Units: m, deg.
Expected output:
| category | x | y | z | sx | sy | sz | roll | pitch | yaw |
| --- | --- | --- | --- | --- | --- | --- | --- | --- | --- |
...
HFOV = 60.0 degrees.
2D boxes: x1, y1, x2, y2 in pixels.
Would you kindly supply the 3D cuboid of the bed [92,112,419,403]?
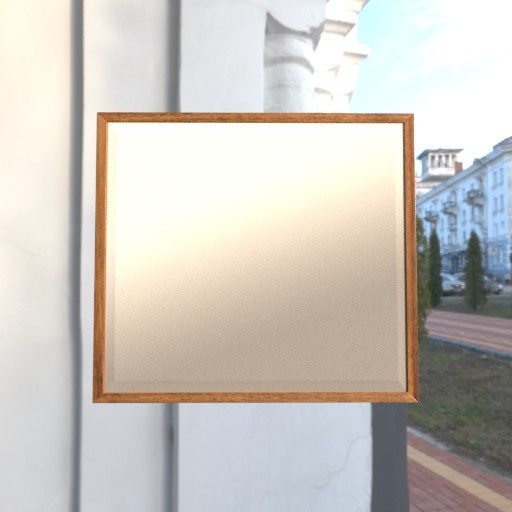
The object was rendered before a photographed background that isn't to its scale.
| category | x | y | z | sx | sy | sz | roll | pitch | yaw |
| --- | --- | --- | --- | --- | --- | --- | --- | --- | --- |
| bed | 0.000 | 0.000 | 1.455 | 1.041 | 0.940 | 0.043 | 0 | -2 | 0 |
